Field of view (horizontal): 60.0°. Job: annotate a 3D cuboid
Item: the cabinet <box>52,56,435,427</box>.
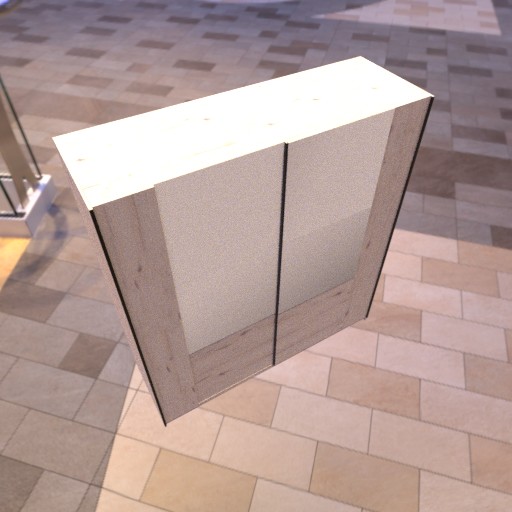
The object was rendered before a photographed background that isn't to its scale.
[{"bbox_3d":[0.000,0.000,3.176,2.000,2.180,0.660,-23,50,-21],"label":"cabinet"}]
